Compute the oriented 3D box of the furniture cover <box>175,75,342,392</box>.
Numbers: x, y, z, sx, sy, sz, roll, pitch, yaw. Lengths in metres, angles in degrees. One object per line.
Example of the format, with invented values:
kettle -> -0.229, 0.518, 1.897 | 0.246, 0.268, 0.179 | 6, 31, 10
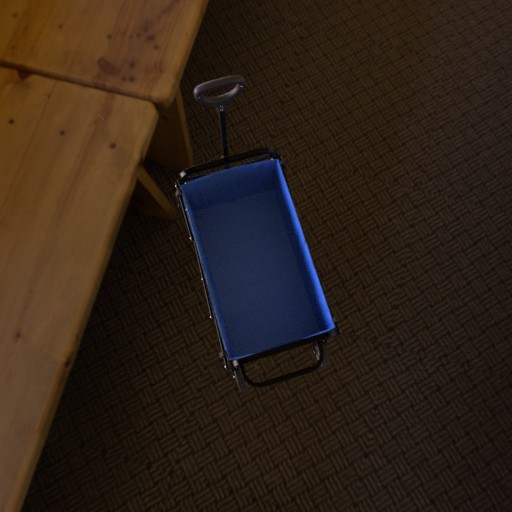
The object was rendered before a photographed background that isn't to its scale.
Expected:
furniture cover -> 0.000, 0.000, 1.808 | 0.532, 1.295, 1.038 | -16, 77, -4
